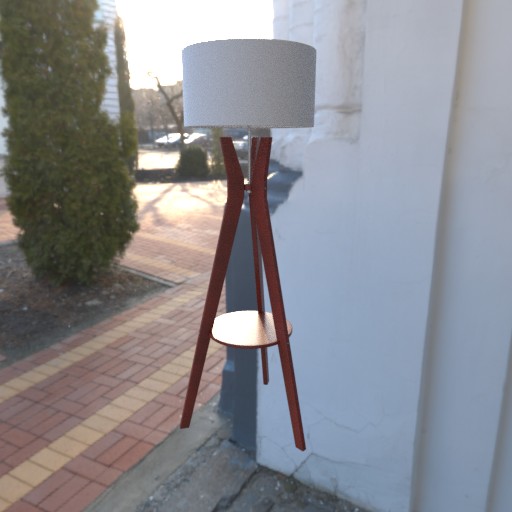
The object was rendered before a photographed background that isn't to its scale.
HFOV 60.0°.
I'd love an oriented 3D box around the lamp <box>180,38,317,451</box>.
[{"bbox_3d":[0.000,0.000,1.729,0.539,1.472,0.542,-14,21,-43],"label":"lamp"}]
